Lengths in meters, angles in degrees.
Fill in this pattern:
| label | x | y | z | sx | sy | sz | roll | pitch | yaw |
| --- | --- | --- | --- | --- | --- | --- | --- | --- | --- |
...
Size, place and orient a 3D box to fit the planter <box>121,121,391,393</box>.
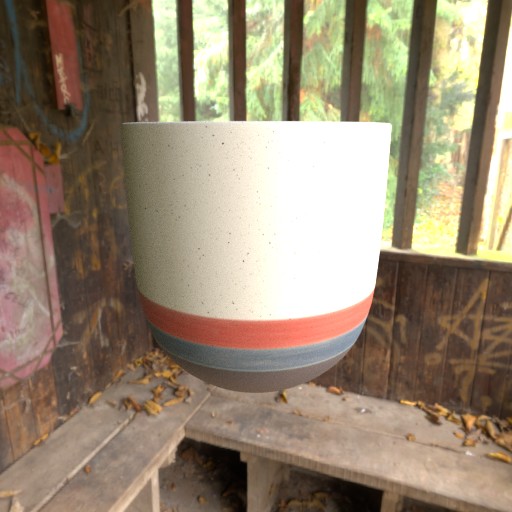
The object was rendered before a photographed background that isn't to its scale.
| label | x | y | z | sx | sy | sz | roll | pitch | yaw |
| --- | --- | --- | --- | --- | --- | --- | --- | --- | --- |
| planter | 0.000 | 0.000 | 0.376 | 0.204 | 0.214 | 0.204 | 0 | 16 | 0 |
